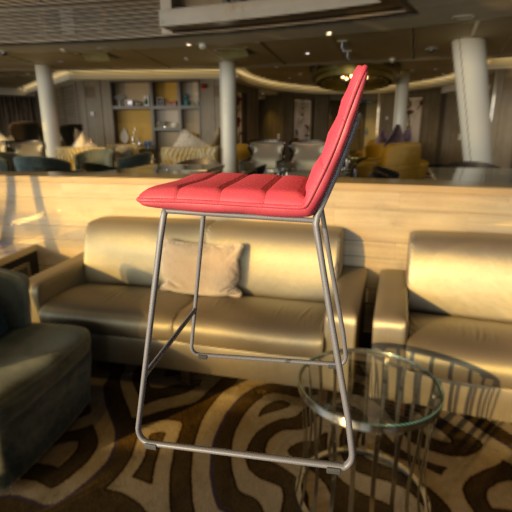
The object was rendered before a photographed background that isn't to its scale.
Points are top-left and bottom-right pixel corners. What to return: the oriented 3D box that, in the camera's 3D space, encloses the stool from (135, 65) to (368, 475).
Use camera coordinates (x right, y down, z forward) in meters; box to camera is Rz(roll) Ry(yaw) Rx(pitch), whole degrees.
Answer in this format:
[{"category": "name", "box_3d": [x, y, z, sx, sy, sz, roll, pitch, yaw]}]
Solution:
[{"category": "stool", "box_3d": [0.000, 0.000, 1.144, 0.524, 0.866, 0.489, 3, 16, 9]}]
